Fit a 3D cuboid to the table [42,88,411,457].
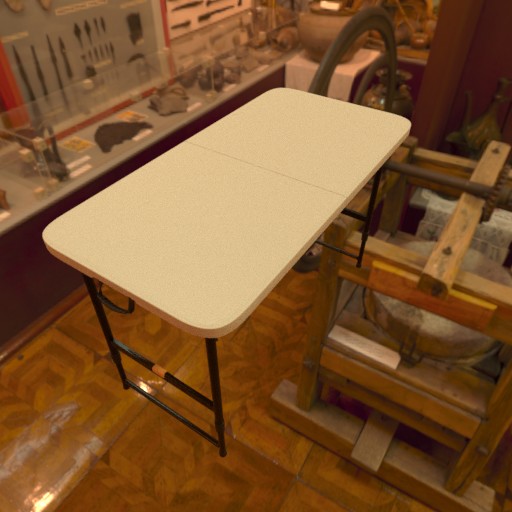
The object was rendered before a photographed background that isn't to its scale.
[{"bbox_3d":[0.000,0.000,1.628,0.611,0.737,1.245,24,47,24],"label":"table"}]
